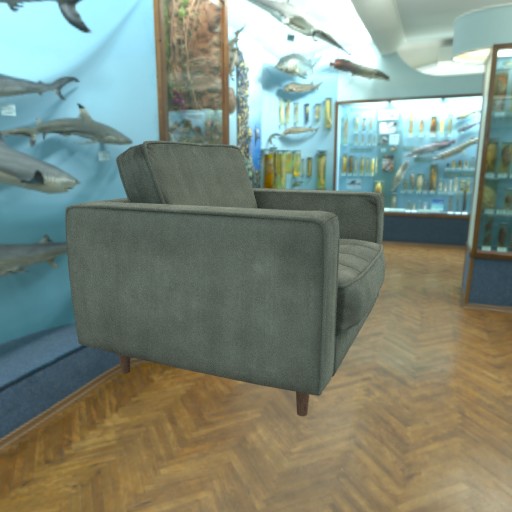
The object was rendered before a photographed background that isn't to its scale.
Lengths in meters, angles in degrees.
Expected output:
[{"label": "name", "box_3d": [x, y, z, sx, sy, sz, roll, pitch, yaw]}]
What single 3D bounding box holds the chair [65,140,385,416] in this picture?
[{"label": "chair", "box_3d": [0.000, 0.000, 1.551, 0.843, 0.773, 0.928, 5, 13, 23]}]
